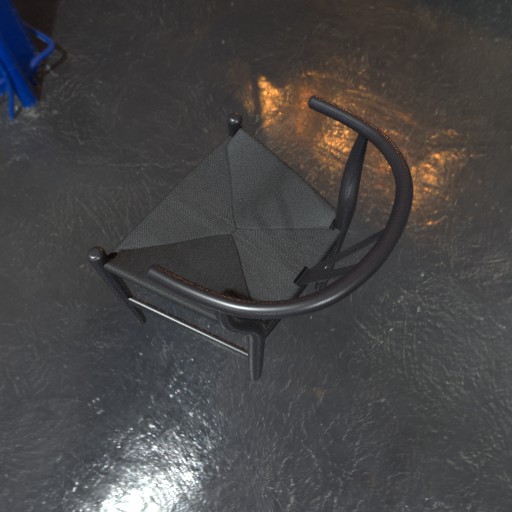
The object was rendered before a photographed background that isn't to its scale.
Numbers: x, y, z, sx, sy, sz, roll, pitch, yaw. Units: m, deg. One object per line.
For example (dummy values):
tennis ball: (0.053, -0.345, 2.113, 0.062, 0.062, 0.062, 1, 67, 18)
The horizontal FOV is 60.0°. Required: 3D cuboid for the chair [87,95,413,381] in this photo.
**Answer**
chair: (0.000, 0.000, 1.147, 0.579, 0.730, 0.569, 34, 68, 16)
